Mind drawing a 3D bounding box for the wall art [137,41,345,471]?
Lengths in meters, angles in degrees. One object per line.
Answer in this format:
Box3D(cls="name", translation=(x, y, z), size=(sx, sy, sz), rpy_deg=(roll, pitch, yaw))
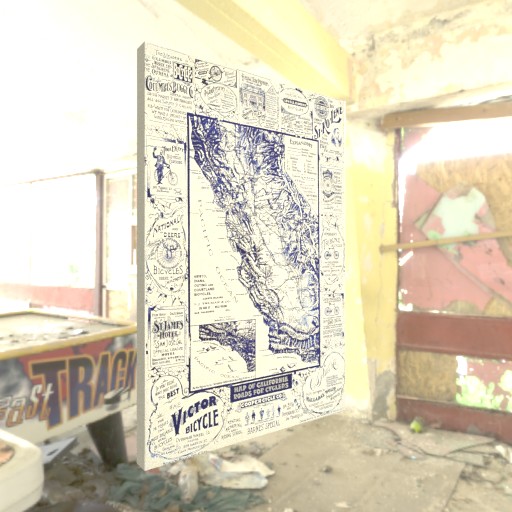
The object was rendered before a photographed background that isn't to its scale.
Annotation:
Box3D(cls="wall art", translation=(0.000, 0.000, 0.942), size=(0.511, 0.753, 0.039), rpy_deg=(0, 0, -36))
